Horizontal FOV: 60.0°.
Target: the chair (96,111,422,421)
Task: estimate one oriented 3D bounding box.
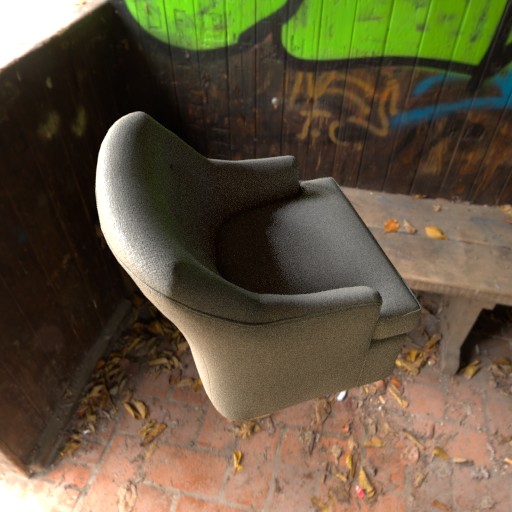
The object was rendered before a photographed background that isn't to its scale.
[{"bbox_3d":[0.000,0.000,1.581,0.923,0.856,0.864,-11,46,-11],"label":"chair"}]
